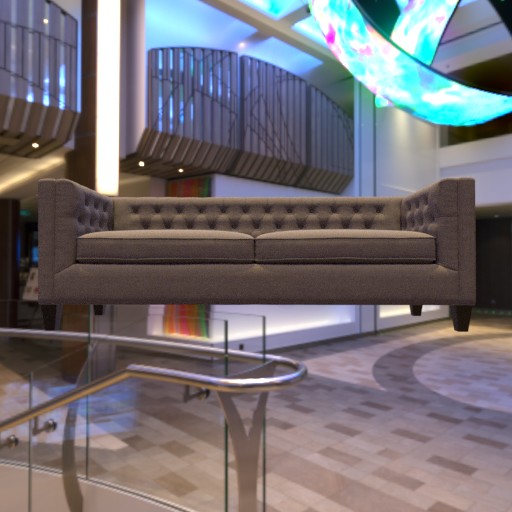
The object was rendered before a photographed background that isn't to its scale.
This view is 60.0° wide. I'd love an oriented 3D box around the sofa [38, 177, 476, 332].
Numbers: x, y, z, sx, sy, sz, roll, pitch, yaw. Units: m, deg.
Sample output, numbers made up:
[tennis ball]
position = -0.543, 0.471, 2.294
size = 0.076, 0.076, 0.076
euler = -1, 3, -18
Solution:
[sofa]
position = 0.000, 0.000, 2.556
size = 2.159, 0.762, 0.775
euler = 0, -1, 1
